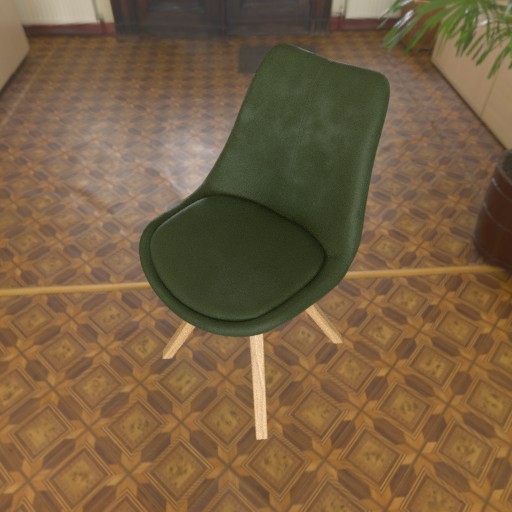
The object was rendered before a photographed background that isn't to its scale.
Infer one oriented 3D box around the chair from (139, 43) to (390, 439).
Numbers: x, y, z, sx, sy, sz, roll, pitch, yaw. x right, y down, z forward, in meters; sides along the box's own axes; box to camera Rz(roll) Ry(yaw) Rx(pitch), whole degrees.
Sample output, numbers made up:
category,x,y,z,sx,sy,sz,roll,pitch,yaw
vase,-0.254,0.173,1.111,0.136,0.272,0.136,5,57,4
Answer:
category,x,y,z,sx,sy,sz,roll,pitch,yaw
chair,0.000,0.000,1.155,0.483,0.865,0.547,31,53,27
